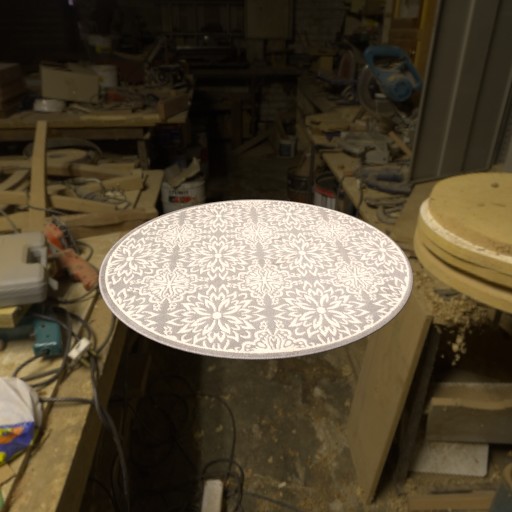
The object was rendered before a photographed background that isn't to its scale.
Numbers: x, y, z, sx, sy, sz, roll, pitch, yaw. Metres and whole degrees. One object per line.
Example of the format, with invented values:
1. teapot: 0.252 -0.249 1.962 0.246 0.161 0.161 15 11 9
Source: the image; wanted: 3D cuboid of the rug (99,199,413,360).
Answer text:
1. rug: 0.000 0.000 2.350 1.593 0.012 1.593 0 29 0
